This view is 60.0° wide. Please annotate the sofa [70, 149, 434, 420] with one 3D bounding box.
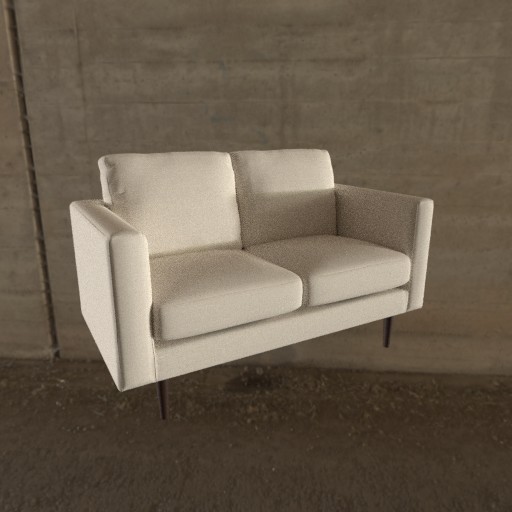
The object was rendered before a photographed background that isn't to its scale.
[{"bbox_3d":[0.000,0.000,1.998,1.430,0.908,0.796,-9,18,-28],"label":"sofa"}]
